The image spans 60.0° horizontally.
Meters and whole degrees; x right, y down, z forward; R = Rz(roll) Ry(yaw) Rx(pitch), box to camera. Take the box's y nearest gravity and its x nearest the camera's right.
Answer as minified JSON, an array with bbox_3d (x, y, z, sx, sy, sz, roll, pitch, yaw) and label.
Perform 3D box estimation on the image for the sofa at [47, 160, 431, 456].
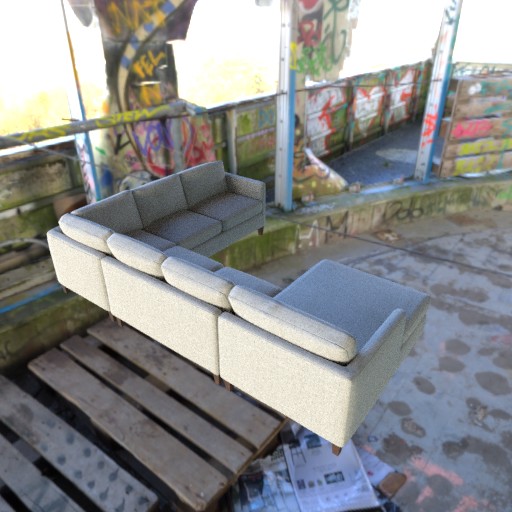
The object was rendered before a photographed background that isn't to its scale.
[{"bbox_3d":[0.000,0.000,4.584,3.460,0.959,2.593,20,35,32],"label":"sofa"}]
